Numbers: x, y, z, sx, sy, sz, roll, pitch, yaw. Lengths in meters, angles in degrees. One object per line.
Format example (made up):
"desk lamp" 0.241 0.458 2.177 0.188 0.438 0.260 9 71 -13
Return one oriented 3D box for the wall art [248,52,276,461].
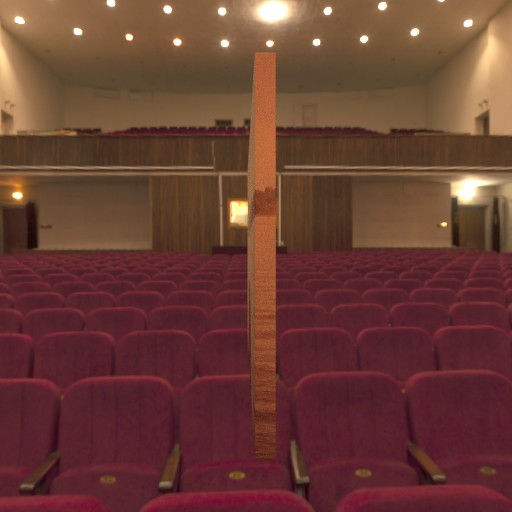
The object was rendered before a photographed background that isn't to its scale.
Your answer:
"wall art" 0.000 0.000 0.751 0.021 0.410 0.615 0 0 -2
